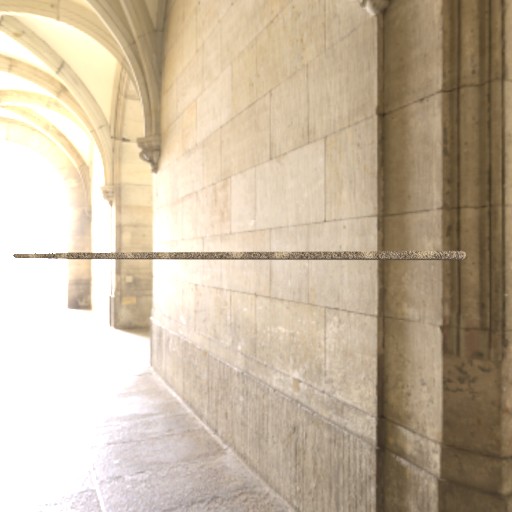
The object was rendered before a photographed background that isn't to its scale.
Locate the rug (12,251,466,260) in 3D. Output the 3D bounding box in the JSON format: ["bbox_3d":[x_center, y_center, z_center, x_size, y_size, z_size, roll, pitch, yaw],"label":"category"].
[{"bbox_3d":[0.000,0.000,2.030,1.600,0.025,1.200,0,0,18],"label":"rug"}]
